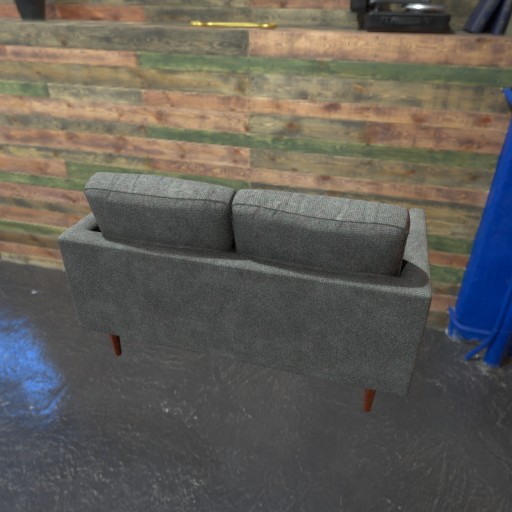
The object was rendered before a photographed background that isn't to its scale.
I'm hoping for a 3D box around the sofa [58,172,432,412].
[{"bbox_3d":[0.000,0.000,2.205,1.582,0.956,0.903,9,32,14],"label":"sofa"}]
